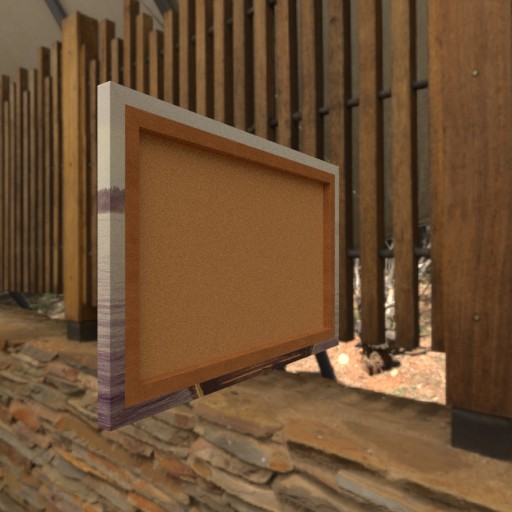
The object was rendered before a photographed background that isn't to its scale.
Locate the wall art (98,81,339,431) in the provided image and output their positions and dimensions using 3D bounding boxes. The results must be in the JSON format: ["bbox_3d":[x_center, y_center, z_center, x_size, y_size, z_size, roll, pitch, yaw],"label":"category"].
[{"bbox_3d":[0.000,0.000,1.149,0.037,0.609,0.916,0,0,36],"label":"wall art"}]
